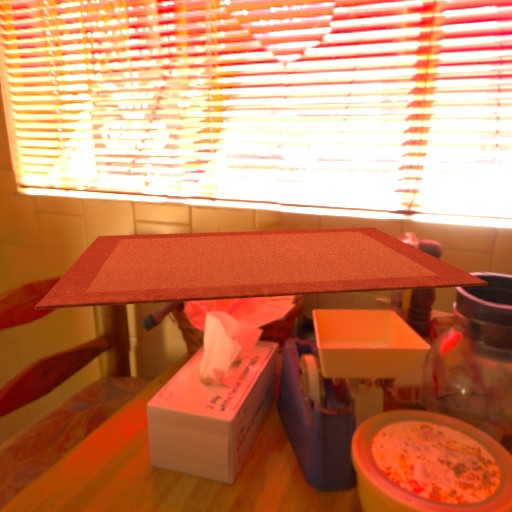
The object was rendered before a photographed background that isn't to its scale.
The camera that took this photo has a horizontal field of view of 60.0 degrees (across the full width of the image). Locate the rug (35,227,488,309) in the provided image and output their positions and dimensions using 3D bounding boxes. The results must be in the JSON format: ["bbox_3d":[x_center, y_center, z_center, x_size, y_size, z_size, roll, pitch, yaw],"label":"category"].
[{"bbox_3d":[0.000,0.000,2.343,1.829,0.014,1.219,-2,15,-8],"label":"rug"}]
